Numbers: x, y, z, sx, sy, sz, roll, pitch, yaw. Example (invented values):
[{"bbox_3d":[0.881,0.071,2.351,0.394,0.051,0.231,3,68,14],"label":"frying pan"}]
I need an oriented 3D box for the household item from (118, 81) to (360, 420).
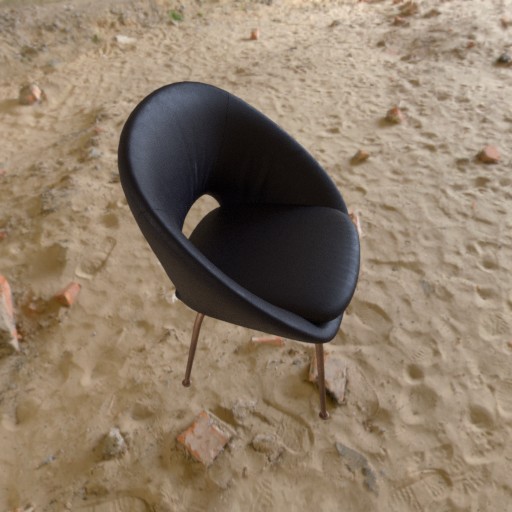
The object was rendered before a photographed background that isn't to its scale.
[{"bbox_3d":[0.000,0.000,1.251,0.573,0.852,0.623,10,47,10],"label":"household item"}]
